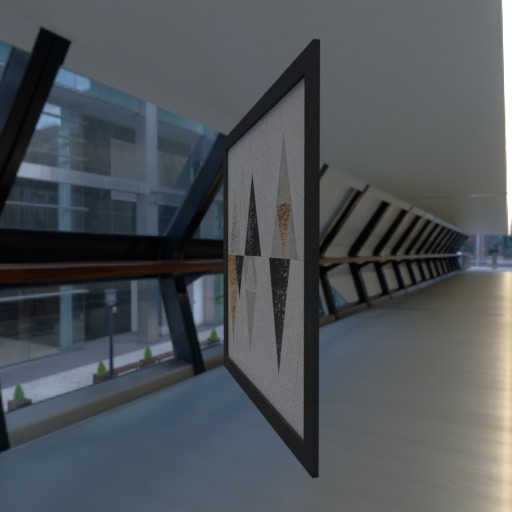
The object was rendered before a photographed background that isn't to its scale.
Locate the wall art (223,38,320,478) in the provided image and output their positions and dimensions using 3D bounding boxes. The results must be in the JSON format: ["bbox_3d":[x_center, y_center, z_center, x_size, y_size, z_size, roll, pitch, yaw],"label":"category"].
[{"bbox_3d":[0.000,0.000,1.227,0.013,0.823,0.823,0,1,-16],"label":"wall art"}]
